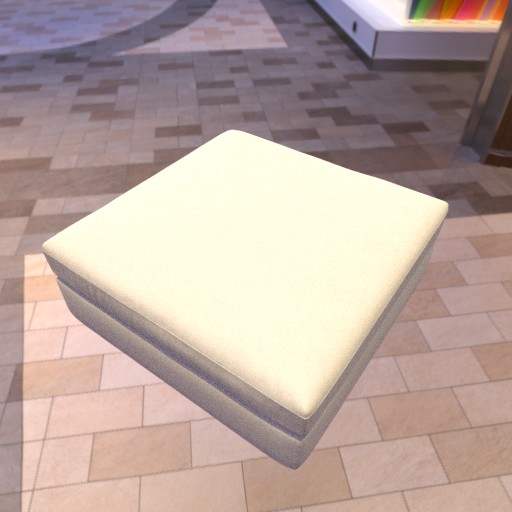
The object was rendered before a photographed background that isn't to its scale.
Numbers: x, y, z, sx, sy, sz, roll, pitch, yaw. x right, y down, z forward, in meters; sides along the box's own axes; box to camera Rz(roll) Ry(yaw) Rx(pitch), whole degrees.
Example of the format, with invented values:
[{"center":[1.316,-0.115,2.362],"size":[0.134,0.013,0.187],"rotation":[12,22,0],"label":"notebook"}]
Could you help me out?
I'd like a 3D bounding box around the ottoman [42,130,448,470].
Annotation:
[{"center":[0.000,0.000,1.817],"size":[1.163,0.482,1.167],"rotation":[26,49,25],"label":"ottoman"}]
